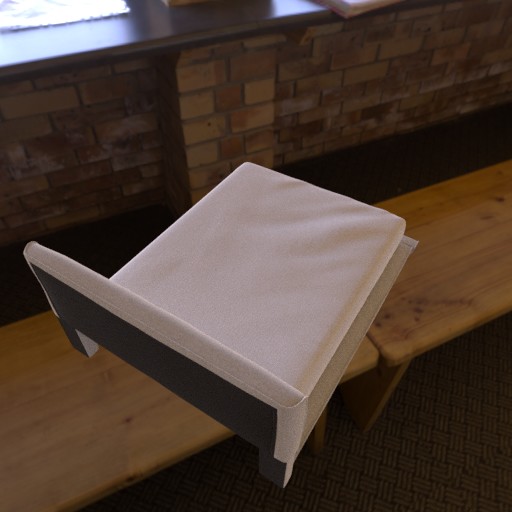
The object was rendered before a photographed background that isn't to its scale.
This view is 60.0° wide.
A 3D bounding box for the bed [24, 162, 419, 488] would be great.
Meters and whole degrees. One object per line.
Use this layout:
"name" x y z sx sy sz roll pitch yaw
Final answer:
"bed" 0.000 0.000 3.484 1.980 1.126 2.498 25 51 22
